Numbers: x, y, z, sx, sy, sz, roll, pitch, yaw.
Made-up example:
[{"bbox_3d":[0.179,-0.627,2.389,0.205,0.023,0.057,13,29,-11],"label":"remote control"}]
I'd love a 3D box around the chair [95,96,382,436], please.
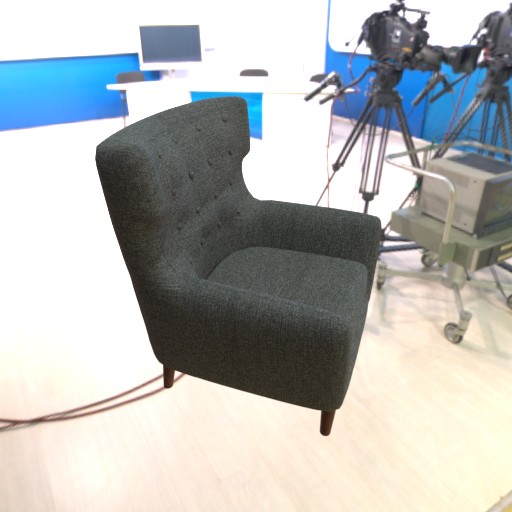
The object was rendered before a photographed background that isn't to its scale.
[{"bbox_3d":[0.000,0.000,1.780,0.904,1.063,0.878,10,32,18],"label":"chair"}]
